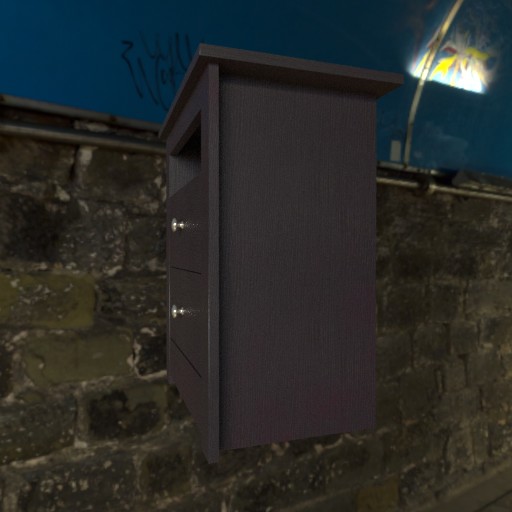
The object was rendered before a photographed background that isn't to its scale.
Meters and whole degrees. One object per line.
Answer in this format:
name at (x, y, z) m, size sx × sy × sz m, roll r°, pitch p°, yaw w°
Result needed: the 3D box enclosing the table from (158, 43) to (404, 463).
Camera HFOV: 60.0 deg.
table at (0.000, 0.000, 1.079) m, size 0.408 × 0.711 × 0.589 m, roll 0°, pitch 1°, yaw -19°
